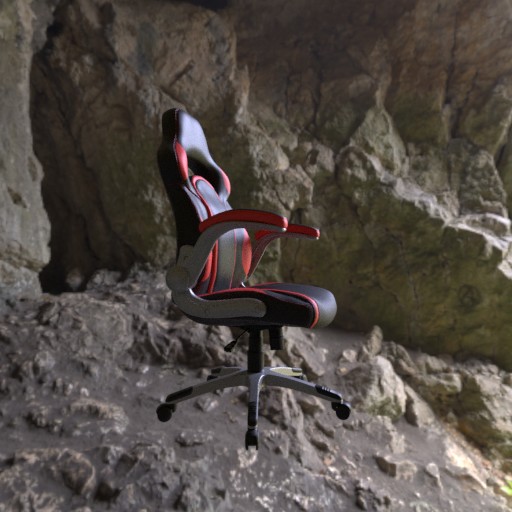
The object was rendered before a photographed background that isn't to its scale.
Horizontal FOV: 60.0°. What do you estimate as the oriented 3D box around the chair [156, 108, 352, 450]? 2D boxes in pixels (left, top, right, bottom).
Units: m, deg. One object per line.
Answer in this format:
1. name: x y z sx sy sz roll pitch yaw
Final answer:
1. chair: 0.000 0.000 1.692 0.712 1.165 0.758 0 -1 18
